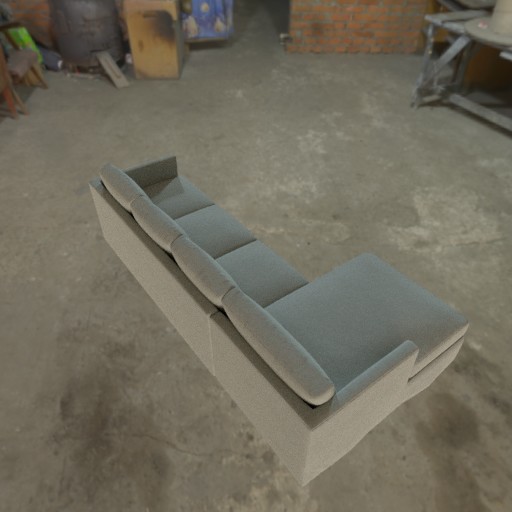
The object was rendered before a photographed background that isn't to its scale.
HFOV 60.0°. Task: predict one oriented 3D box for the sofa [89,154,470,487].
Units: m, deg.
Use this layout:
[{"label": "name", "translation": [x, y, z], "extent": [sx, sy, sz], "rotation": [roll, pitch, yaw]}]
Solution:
[{"label": "sofa", "translation": [0.000, 0.000, 3.837], "extent": [1.650, 0.922, 3.205], "rotation": [-26, 47, -27]}]
